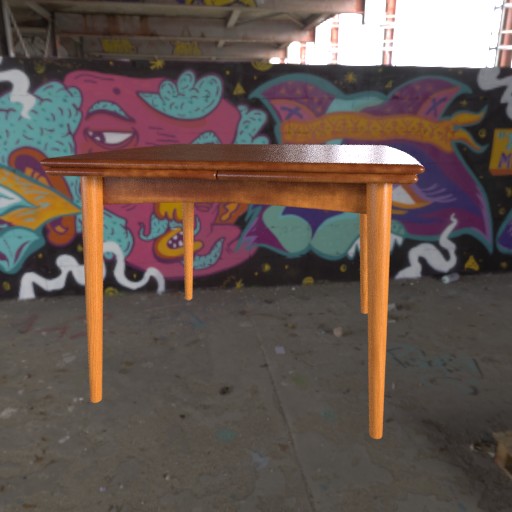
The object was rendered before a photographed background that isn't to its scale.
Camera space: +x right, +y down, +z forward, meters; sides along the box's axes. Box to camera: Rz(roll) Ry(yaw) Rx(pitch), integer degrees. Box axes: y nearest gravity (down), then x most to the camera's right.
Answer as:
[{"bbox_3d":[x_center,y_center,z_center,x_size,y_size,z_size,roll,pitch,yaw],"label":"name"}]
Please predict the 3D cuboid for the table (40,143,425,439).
[{"bbox_3d":[0.000,0.000,1.622,0.991,0.754,0.991,3,17,11],"label":"table"}]
